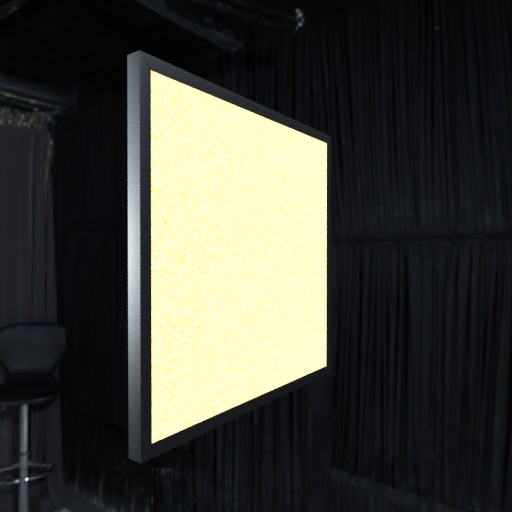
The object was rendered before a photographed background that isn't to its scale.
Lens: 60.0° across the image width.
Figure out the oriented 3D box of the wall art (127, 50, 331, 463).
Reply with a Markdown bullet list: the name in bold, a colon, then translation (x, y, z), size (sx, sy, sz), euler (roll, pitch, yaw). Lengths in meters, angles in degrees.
- **wall art**: translation (0.000, 0.000, 1.123), size (0.036, 0.755, 0.756), euler (0, 1, 37)
